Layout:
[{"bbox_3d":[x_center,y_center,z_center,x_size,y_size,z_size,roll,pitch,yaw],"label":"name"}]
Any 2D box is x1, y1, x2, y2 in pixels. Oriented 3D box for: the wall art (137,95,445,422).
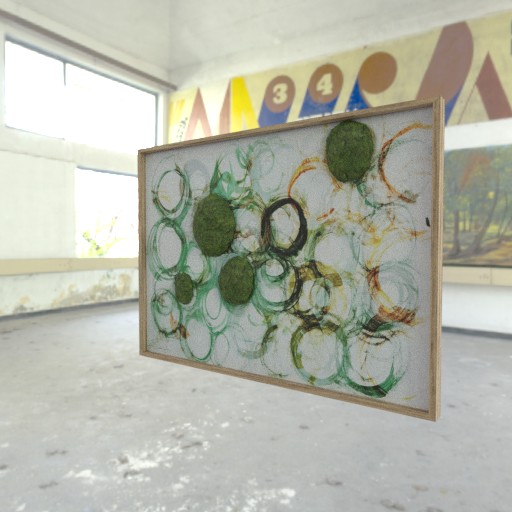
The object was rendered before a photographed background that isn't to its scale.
[{"bbox_3d":[0.000,0.000,1.075,0.841,0.609,0.063,1,3,35],"label":"wall art"}]
